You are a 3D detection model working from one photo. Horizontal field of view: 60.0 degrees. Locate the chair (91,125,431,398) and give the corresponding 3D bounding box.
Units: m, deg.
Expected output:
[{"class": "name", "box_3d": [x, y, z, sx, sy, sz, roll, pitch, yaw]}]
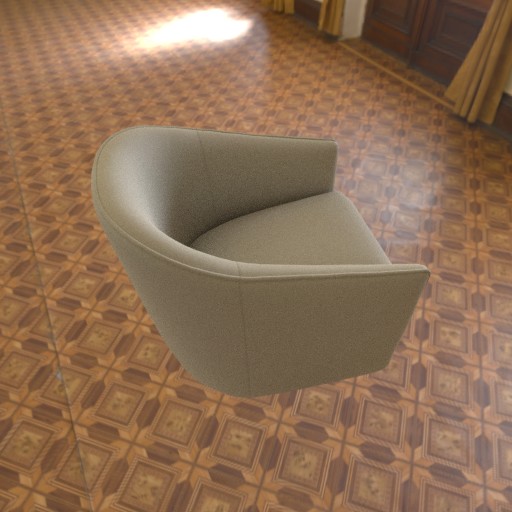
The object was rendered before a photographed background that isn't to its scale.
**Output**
[{"class": "chair", "box_3d": [0.000, 0.000, 1.477, 0.875, 0.799, 0.747, -10, 46, -10]}]
